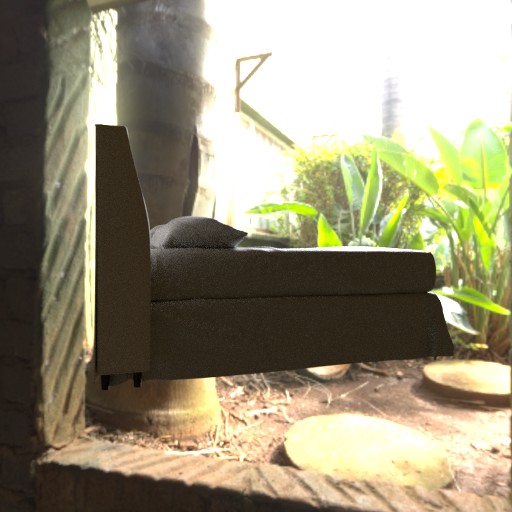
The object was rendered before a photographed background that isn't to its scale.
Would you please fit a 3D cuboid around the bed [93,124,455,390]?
[{"bbox_3d":[0.000,0.000,3.388,2.276,1.332,1.925,0,0,-18],"label":"bed"}]
